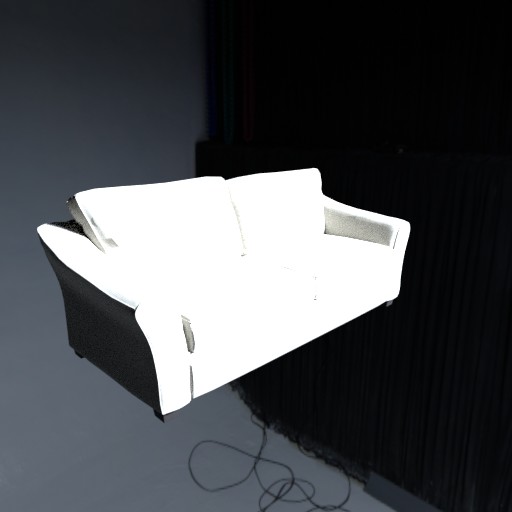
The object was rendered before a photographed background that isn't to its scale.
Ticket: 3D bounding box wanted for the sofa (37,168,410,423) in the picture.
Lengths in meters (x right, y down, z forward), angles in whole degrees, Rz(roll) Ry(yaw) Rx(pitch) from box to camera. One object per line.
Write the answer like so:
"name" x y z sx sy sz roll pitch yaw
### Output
"sofa" 0.000 0.000 2.785 2.270 0.965 0.980 -15 22 -42
